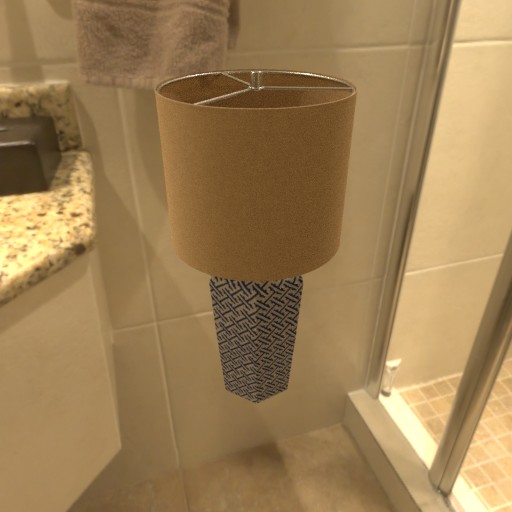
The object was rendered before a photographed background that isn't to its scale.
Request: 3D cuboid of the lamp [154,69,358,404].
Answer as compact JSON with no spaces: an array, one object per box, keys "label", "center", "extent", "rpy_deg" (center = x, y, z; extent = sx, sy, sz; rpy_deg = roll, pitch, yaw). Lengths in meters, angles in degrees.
[{"label":"lamp","center":[0.000,0.000,0.877],"extent":[0.320,0.682,0.320],"rpy_deg":[20,37,29]}]
